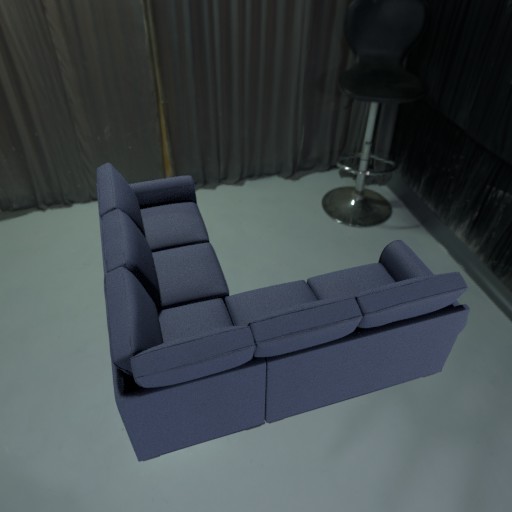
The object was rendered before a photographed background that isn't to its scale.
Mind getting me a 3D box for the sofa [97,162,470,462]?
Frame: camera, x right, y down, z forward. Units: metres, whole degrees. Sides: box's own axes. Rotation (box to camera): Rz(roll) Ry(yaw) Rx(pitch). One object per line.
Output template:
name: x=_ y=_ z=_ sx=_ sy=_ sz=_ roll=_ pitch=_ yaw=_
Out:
sofa: x=0.000 y=0.000 z=3.890 sx=2.487 sy=1.042 sz=2.562 roll=-12 pitch=43 yaw=-13
